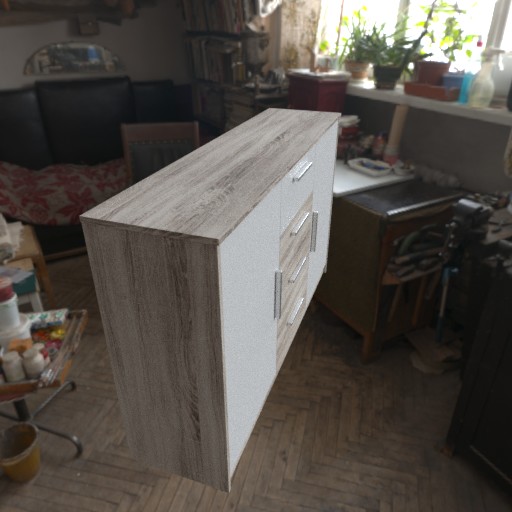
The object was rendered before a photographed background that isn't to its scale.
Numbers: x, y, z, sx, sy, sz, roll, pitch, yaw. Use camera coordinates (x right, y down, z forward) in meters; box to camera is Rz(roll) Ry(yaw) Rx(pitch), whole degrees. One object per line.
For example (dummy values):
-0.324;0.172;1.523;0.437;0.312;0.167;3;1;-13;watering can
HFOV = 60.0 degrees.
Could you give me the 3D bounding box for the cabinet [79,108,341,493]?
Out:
0.000;0.000;1.824;0.380;0.900;1.450;10;30;17;cabinet
